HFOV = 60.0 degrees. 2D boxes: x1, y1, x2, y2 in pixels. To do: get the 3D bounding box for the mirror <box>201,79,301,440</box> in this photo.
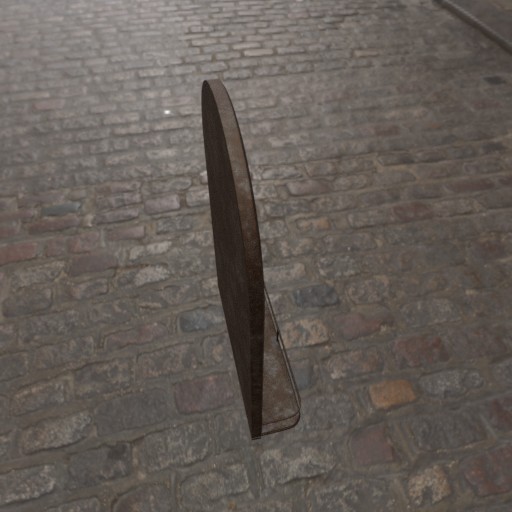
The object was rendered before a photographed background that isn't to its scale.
[{"bbox_3d":[0.000,0.000,0.991,0.137,0.770,0.510,-9,48,-9],"label":"mirror"}]
